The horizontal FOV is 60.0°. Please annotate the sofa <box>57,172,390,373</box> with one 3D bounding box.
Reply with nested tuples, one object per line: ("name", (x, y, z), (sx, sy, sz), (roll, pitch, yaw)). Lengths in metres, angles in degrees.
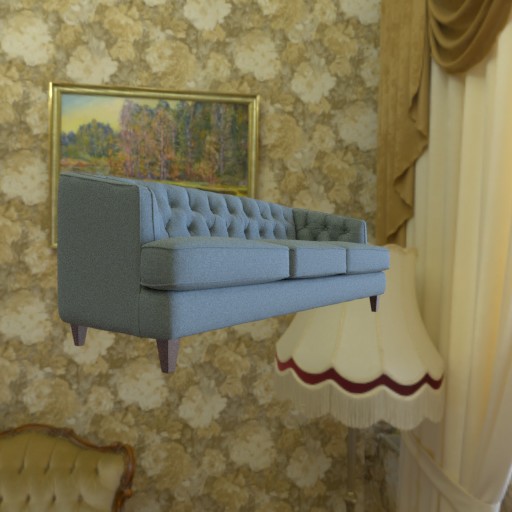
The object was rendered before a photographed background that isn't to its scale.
("sofa", (0.000, 0.000, 2.719), (0.941, 0.855, 2.278), (0, 1, 36))
